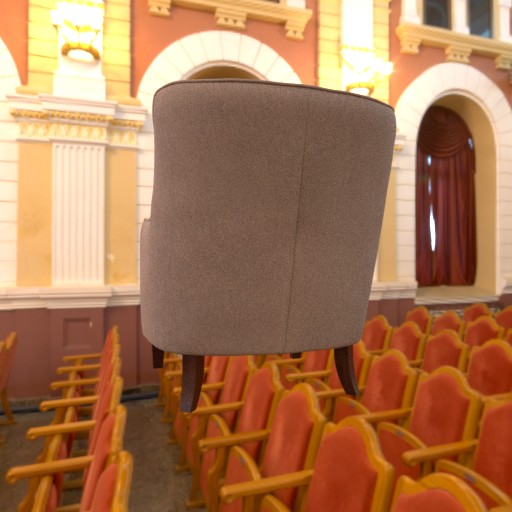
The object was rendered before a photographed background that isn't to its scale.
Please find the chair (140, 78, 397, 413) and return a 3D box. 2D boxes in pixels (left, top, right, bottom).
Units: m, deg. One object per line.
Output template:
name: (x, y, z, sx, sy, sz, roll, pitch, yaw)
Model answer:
chair: (0.000, 0.000, 1.586, 0.781, 0.919, 0.910, 0, -1, -18)
